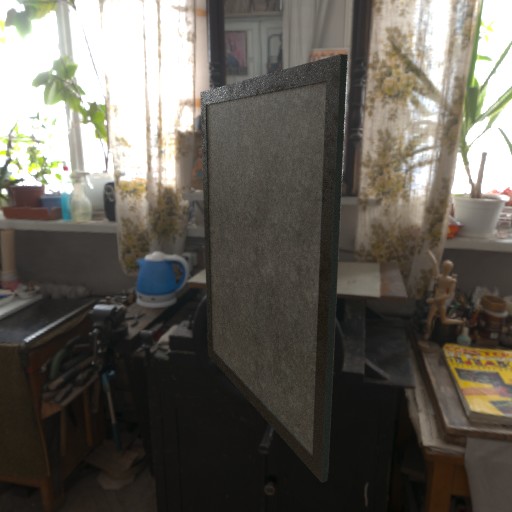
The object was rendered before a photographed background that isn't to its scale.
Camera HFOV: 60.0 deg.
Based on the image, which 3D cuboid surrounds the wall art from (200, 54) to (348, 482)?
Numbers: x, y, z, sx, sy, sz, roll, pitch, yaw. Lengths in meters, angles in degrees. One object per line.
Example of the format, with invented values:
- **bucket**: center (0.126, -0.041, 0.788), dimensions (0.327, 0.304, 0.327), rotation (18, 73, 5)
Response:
- **wall art**: center (0.000, 0.000, 1.313), dimensions (0.030, 0.983, 0.767), rotation (-7, 16, -26)
